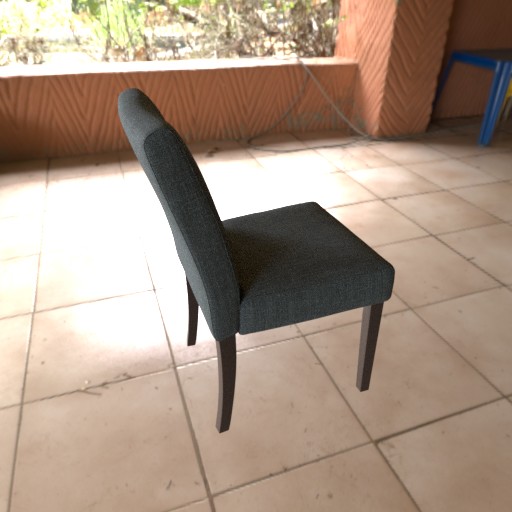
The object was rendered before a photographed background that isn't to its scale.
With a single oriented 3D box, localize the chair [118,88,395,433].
[{"bbox_3d":[0.000,0.000,1.273,0.629,0.884,0.487,-11,33,-18],"label":"chair"}]
